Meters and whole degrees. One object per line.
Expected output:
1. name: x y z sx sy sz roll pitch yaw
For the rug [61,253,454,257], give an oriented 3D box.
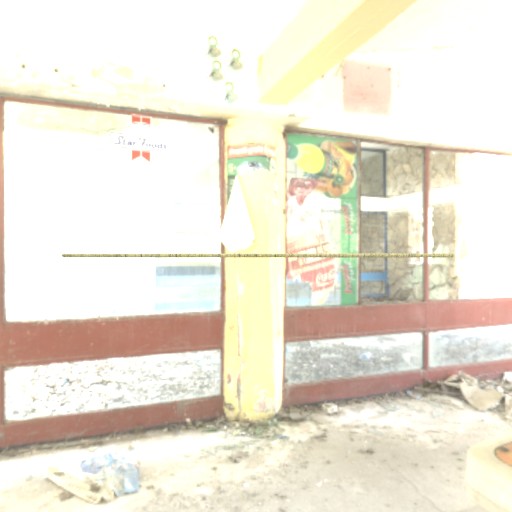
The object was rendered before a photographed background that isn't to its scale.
1. rug: 0.000 0.000 2.824 1.523 0.017 2.263 0 0 0
